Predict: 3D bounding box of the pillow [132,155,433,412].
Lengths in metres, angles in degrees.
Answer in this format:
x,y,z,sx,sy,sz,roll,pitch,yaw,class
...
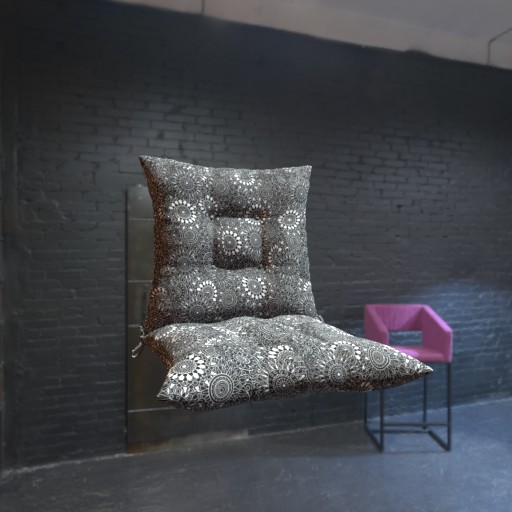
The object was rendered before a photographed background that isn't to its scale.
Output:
x,y,z,sx,sy,sz,roll,pitch,yaw,class
0.000,0.000,1.019,0.541,0.536,0.585,0,0,-18,pillow
